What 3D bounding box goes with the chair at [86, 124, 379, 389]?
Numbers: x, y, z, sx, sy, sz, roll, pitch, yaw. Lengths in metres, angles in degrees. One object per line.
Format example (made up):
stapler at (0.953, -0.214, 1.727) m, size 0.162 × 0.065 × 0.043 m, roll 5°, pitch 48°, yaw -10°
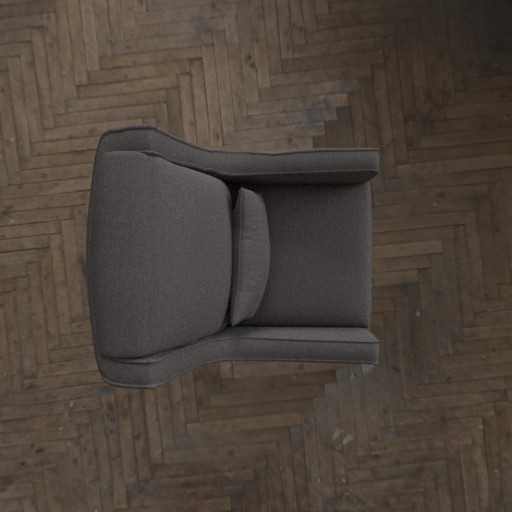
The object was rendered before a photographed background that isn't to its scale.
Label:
chair at (0.000, 0.000, 1.604) m, size 0.879 × 0.993 × 0.732 m, roll 0°, pitch 90°, yaw 0°
